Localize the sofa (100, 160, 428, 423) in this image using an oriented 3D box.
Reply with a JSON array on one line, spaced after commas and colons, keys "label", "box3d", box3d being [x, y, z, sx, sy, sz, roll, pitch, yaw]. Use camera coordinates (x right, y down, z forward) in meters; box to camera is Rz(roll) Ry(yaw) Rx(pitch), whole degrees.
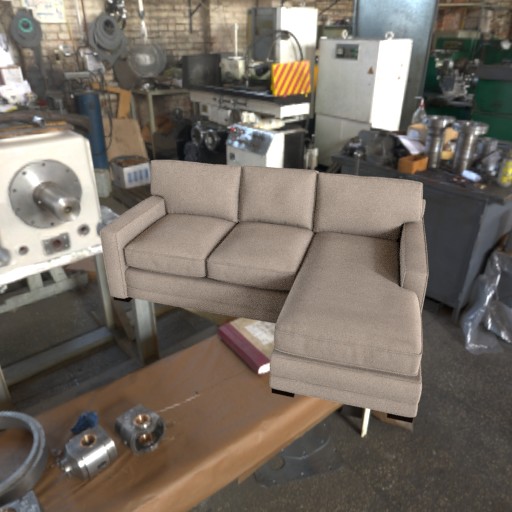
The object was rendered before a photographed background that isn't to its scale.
[{"label": "sofa", "box3d": [0.000, 0.000, 2.891, 2.087, 0.861, 1.496, 8, 28, 15]}]
